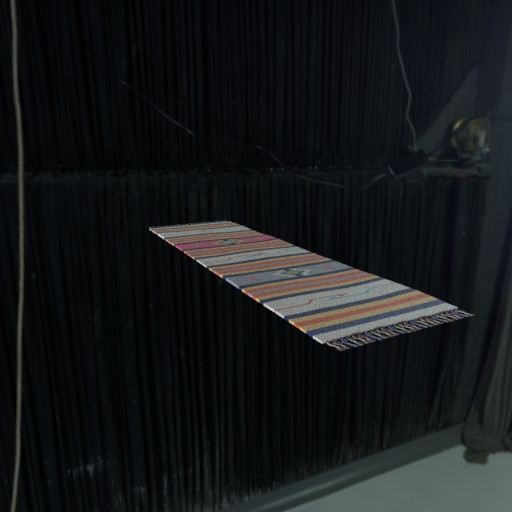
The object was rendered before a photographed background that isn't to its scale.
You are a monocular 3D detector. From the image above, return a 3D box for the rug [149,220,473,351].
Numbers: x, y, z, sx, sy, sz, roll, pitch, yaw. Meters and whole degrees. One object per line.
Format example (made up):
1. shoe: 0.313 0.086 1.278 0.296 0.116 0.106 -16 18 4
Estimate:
1. rug: 0.000 0.000 2.663 0.695 0.017 2.455 -7 16 -27
